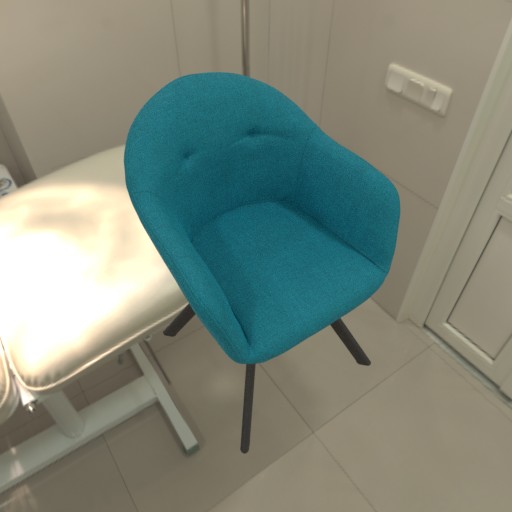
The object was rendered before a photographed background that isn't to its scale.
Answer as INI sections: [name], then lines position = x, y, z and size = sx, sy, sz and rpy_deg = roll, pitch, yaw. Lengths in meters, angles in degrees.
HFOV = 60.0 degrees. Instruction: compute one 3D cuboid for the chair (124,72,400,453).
[chair]
position = 0.000, 0.000, 1.166
size = 0.545, 0.775, 0.565
rpy_deg = -27, 52, -24
